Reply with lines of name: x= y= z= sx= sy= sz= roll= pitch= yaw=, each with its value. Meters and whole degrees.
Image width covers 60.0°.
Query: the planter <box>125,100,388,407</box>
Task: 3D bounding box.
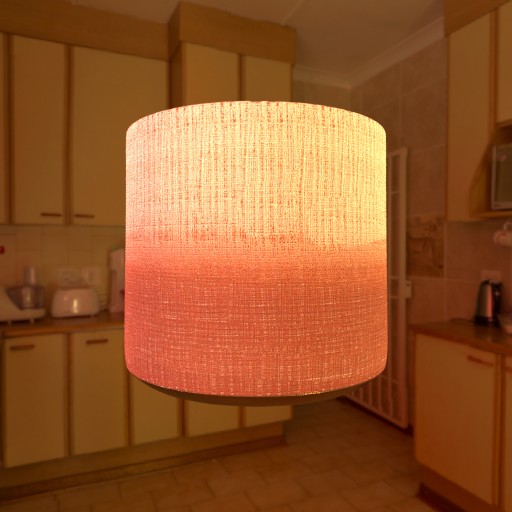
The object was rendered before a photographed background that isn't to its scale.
planter: x=0.000 y=0.000 z=0.387 sx=0.221 sy=0.201 sz=0.221 roll=0 pitch=1 yaw=0
